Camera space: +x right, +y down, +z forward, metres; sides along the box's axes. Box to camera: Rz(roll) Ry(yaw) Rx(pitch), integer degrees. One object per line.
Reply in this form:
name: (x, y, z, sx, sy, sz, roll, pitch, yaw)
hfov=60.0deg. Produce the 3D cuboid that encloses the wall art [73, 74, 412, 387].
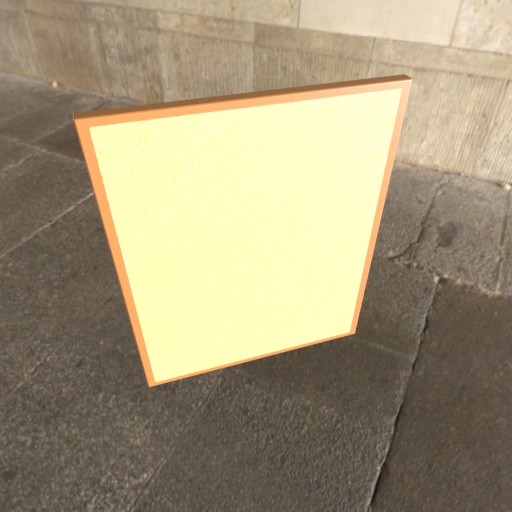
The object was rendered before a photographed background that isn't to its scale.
wall art: (0.000, 0.000, 0.749, 0.449, 0.550, 0.021, -12, 42, -13)
